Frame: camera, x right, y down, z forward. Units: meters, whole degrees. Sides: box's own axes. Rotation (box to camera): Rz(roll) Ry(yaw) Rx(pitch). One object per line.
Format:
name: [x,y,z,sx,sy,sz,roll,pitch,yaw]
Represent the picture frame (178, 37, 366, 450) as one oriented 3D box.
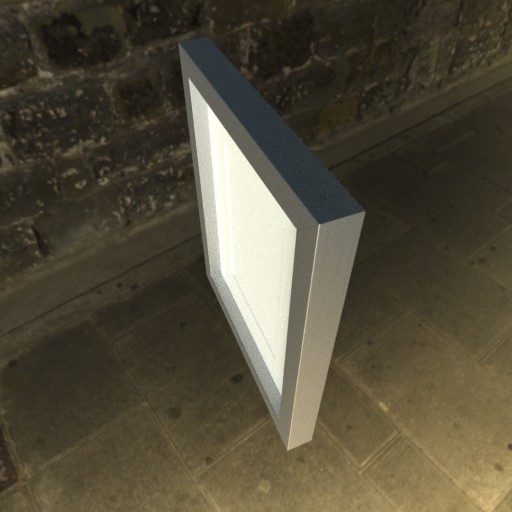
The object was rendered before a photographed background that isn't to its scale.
picture frame: [0.000,0.000,0.385,0.036,0.282,0.233,-17,49,-16]
